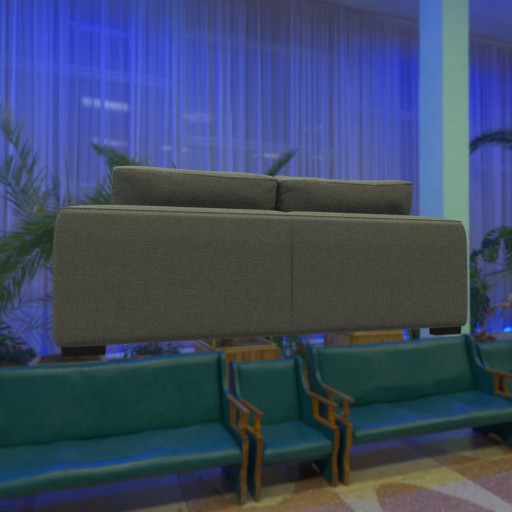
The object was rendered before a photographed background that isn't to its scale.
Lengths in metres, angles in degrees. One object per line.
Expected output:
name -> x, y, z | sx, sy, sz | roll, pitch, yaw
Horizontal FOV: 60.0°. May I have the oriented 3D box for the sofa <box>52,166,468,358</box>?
sofa -> 0.000, 0.000, 2.430 | 1.920, 0.800, 1.069 | 0, -1, -17
